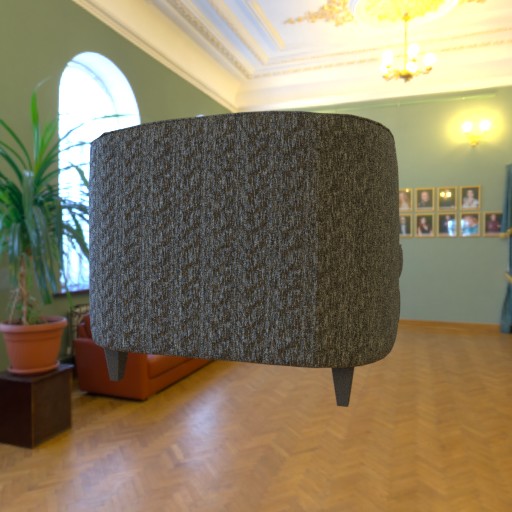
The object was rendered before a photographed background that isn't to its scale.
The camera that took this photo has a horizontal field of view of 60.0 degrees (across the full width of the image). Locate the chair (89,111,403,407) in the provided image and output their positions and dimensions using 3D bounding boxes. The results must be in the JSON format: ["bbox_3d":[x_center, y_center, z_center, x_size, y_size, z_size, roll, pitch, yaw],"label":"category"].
[{"bbox_3d":[0.000,0.000,1.748,1.104,0.852,0.941,0,1,18],"label":"chair"}]
